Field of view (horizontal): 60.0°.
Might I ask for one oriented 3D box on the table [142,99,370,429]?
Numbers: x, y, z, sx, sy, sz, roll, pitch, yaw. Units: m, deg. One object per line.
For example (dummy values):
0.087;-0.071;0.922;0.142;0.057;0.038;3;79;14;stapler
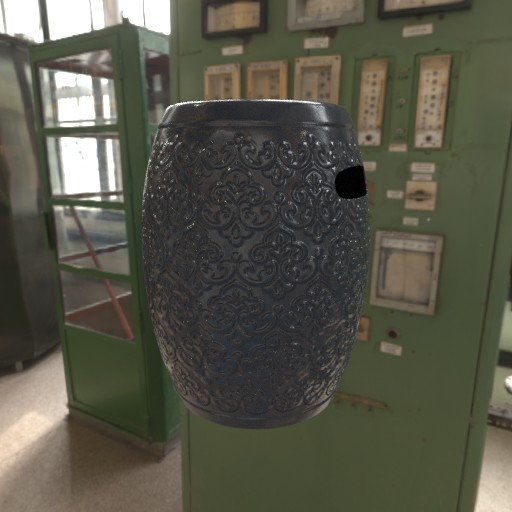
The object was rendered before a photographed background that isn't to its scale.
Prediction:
0.000;0.000;0.623;0.309;0.397;0.309;0;14;0;table
